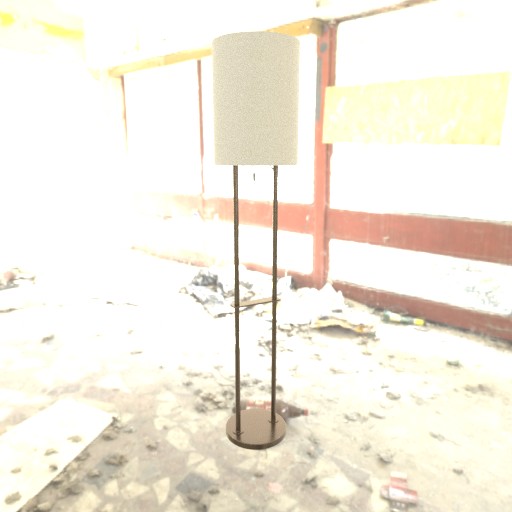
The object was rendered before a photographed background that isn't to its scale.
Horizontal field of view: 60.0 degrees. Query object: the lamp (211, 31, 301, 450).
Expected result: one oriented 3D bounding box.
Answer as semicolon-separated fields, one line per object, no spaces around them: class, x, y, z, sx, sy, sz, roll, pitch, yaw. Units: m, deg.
lamp;0.000;0.000;1.689;0.306;1.500;0.305;-7;15;-27
